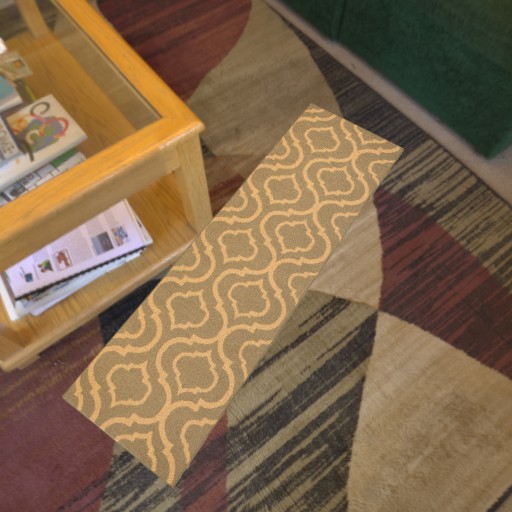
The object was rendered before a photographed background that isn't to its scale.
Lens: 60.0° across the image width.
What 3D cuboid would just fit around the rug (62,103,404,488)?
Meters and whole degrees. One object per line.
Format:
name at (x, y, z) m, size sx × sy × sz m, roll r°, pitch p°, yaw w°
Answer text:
rug at (0.000, 0.000, 2.434) m, size 0.684 × 0.009 × 2.275 m, roll 32°, pitch 68°, yaw 14°
